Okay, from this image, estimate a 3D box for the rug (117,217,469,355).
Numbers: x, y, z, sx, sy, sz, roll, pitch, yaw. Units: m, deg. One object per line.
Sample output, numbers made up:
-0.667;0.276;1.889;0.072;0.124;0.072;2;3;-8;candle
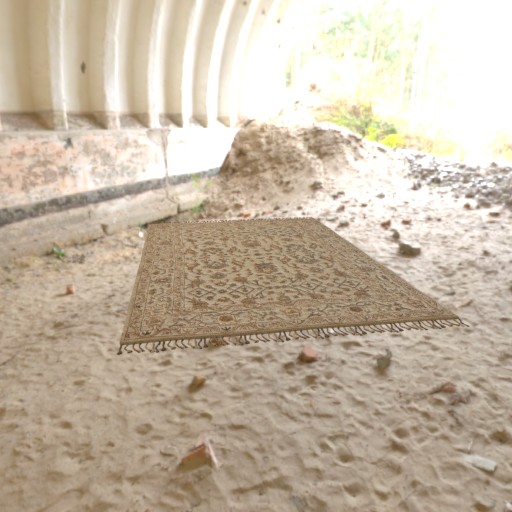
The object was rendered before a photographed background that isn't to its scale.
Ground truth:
0.000;0.000;2.989;1.529;0.027;2.434;-3;17;-9;rug
